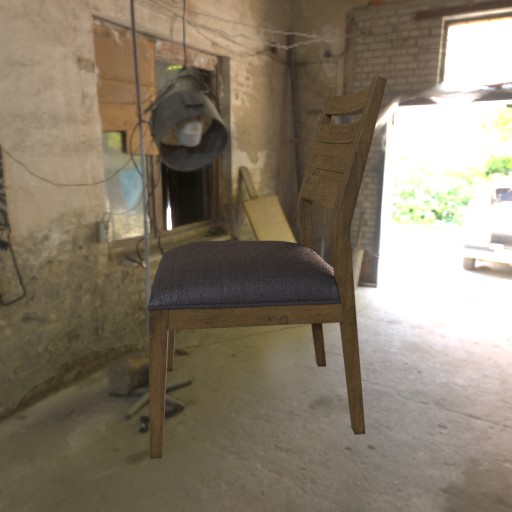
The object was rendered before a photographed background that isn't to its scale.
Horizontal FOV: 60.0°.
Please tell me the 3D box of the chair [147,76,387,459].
[{"bbox_3d":[0.000,0.000,1.302,0.610,0.939,0.501,-2,14,-7],"label":"chair"}]
